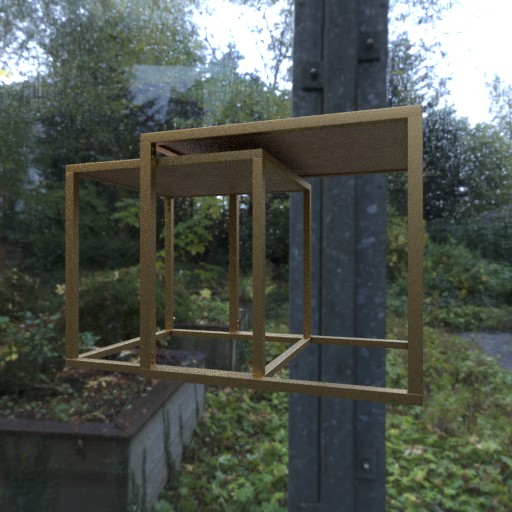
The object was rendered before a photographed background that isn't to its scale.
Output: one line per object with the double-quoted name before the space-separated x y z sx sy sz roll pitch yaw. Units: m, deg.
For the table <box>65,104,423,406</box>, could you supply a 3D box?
"table" 0.000 0.000 1.098 0.762 0.505 0.505 0 0 19
